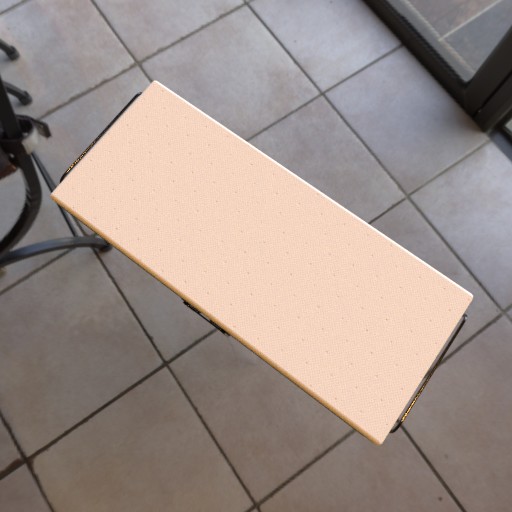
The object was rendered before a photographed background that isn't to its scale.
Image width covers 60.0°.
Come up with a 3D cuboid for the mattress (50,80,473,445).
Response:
[{"bbox_3d":[0.000,0.000,2.527,2.153,0.519,0.922,36,79,8],"label":"mattress"}]
